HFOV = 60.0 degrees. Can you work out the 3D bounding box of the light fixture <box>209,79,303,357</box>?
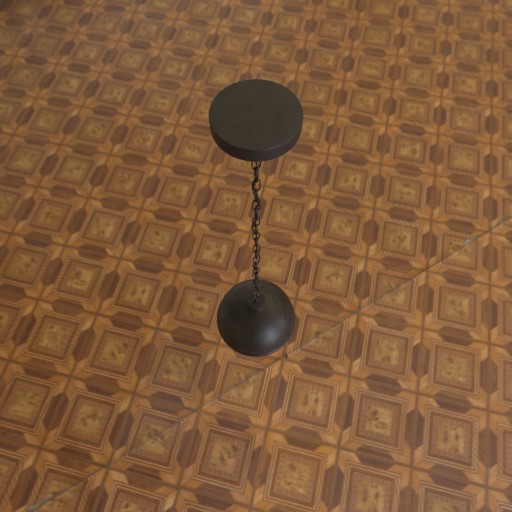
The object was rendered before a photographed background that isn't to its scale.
[{"bbox_3d":[0.000,0.000,1.236,0.304,1.090,0.304,-16,65,-8],"label":"light fixture"}]
